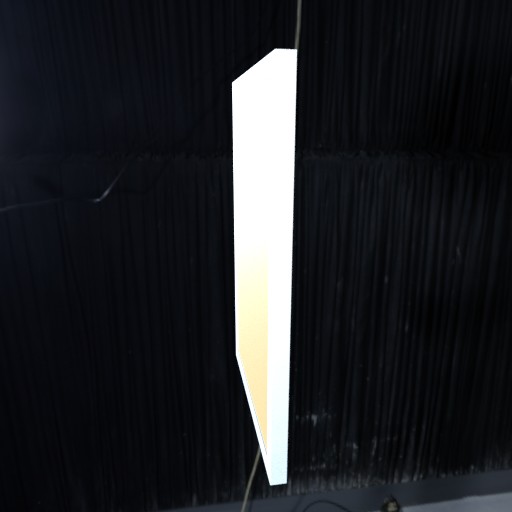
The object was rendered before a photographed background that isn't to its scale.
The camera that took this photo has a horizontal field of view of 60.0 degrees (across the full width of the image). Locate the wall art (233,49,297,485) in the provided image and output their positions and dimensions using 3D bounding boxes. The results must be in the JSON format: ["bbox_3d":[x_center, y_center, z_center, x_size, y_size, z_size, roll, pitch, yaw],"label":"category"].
[{"bbox_3d":[0.000,0.000,1.178,0.039,0.915,0.612,-3,16,-9],"label":"wall art"}]
